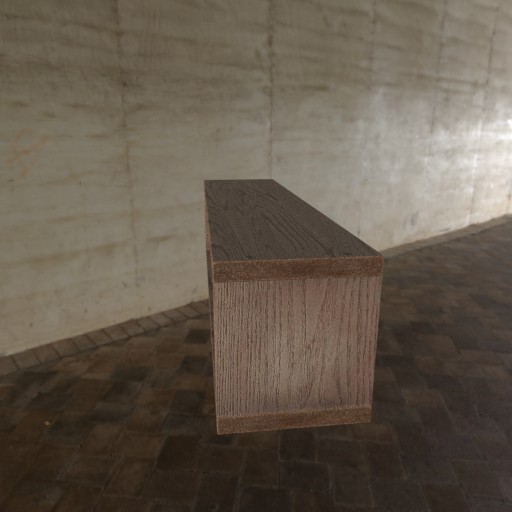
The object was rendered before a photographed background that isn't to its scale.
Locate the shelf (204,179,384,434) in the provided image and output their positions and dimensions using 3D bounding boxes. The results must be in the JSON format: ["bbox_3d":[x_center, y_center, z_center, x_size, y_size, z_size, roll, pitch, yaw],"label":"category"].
[{"bbox_3d":[0.000,0.000,0.693,0.150,0.170,0.610,-2,16,-7],"label":"shelf"}]
